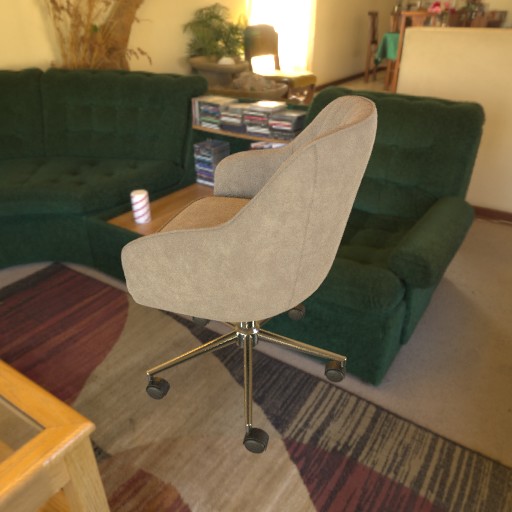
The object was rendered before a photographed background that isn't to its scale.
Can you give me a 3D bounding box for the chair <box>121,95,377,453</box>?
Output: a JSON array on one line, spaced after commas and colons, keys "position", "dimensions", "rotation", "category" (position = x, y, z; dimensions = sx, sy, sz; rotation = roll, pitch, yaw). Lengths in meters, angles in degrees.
[{"position": [0.000, 0.000, 1.247], "dimensions": [0.573, 0.831, 0.635], "rotation": [8, 31, 14], "category": "chair"}]
